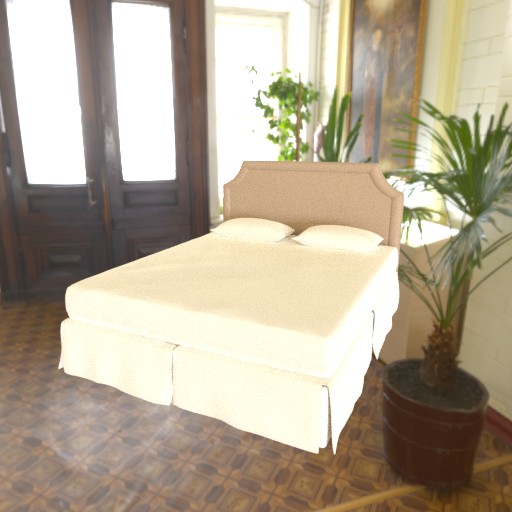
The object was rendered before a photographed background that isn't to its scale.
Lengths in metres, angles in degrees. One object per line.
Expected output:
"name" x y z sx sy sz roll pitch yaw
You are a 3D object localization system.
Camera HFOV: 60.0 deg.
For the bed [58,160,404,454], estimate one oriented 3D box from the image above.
"bed" 0.000 0.000 4.122 2.350 1.590 2.773 7 17 25
